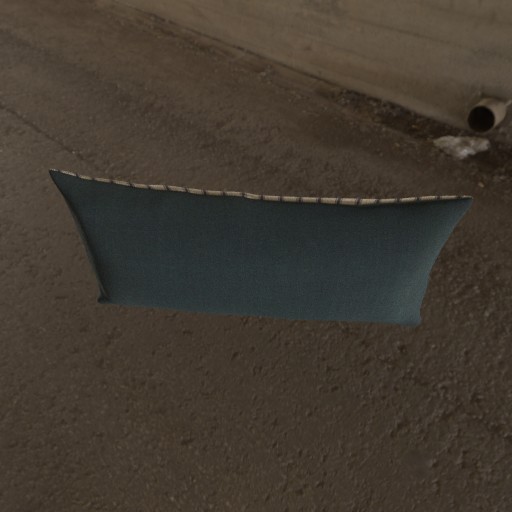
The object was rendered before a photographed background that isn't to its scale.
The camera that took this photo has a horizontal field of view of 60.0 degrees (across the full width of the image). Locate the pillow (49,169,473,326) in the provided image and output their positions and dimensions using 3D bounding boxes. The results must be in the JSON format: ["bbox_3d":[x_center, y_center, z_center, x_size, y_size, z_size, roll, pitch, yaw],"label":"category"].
[{"bbox_3d":[0.000,0.000,0.735,0.609,0.305,0.151,3,46,3],"label":"pillow"}]
